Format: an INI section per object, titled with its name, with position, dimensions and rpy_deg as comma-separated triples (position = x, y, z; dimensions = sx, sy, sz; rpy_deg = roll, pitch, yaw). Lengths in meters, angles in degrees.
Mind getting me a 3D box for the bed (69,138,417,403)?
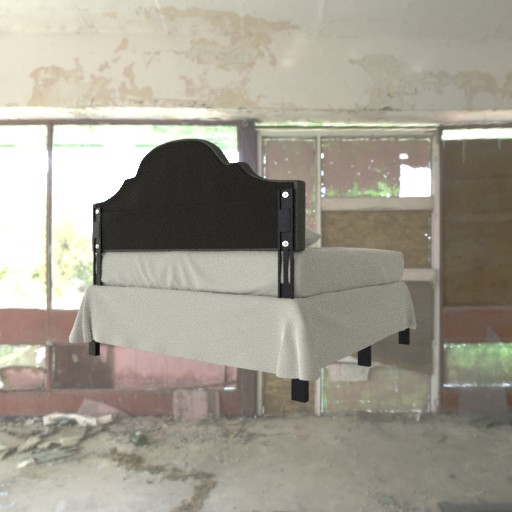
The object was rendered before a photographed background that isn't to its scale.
[bed]
position = 0.000, 0.000, 3.869
dimensions = 2.303, 1.631, 2.222
rpy_deg = 0, 0, 35
